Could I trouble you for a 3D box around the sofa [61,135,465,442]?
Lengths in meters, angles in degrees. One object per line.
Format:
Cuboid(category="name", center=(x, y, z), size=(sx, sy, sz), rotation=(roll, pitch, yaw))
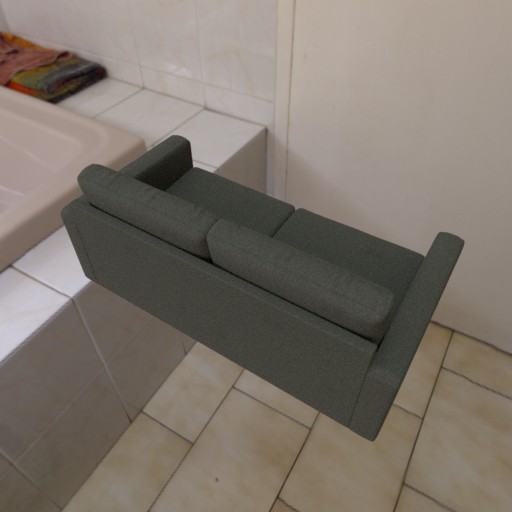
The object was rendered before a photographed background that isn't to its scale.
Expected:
Cuboid(category="sofa", center=(0.000, 0.000, 2.241), size=(1.730, 0.897, 0.889), rotation=(25, 50, 22))
